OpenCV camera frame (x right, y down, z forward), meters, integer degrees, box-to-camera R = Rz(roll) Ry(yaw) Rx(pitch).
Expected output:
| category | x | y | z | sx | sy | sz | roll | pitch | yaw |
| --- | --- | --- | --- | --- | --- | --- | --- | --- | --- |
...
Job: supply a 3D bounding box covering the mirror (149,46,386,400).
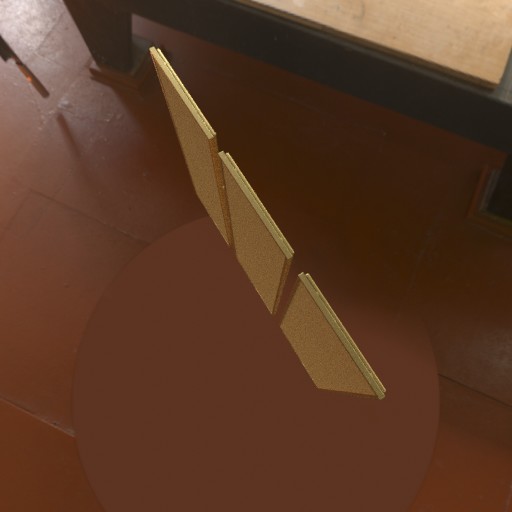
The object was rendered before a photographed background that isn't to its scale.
| category | x | y | z | sx | sy | sz | roll | pitch | yaw |
| --- | --- | --- | --- | --- | --- | --- | --- | --- | --- |
| mirror | 0.000 | 0.000 | 1.473 | 0.023 | 0.926 | 1.011 | -31 | 77 | -8 |
